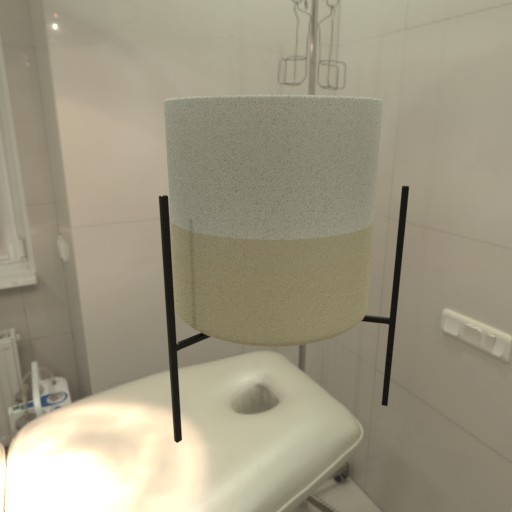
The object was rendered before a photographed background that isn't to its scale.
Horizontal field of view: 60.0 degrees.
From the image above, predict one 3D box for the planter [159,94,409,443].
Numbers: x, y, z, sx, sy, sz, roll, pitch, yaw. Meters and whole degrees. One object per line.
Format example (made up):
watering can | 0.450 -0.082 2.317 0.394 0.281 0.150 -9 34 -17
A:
planter | 0.000 0.000 0.547 0.263 0.362 0.267 -8 19 -26
